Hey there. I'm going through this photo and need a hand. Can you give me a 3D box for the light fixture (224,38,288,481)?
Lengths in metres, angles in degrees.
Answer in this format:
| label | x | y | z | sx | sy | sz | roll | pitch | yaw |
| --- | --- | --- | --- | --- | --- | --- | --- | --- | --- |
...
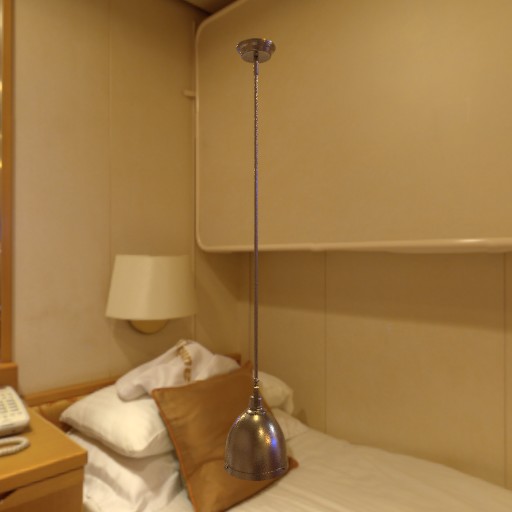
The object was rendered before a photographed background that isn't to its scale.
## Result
| label | x | y | z | sx | sy | sz | roll | pitch | yaw |
| --- | --- | --- | --- | --- | --- | --- | --- | --- | --- |
| light fixture | 0.000 | 0.000 | 1.457 | 0.211 | 1.367 | 0.217 | 0 | 0 | -1 |
